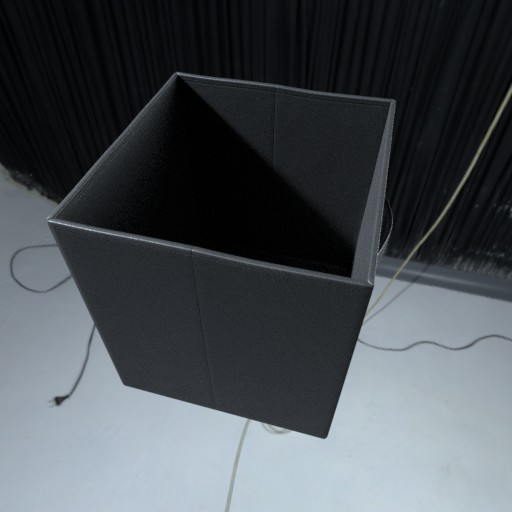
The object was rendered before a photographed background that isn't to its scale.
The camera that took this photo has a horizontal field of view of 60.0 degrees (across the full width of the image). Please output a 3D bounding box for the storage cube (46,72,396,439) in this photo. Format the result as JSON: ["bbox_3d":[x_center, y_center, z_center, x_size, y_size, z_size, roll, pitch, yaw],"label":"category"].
[{"bbox_3d":[0.000,0.000,0.507,0.270,0.280,0.270,11,48,10],"label":"storage cube"}]
